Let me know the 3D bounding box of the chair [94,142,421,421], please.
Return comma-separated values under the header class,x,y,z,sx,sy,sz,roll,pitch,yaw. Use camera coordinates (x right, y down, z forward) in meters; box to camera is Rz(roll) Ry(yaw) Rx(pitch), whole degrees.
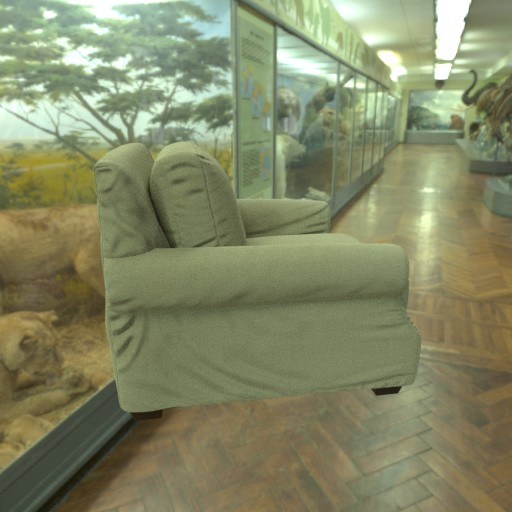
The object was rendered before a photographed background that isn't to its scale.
class,x,y,z,sx,sy,sz,roll,pitch,yaw
chair,0.000,0.000,1.753,1.066,0.866,0.940,-3,18,-9
